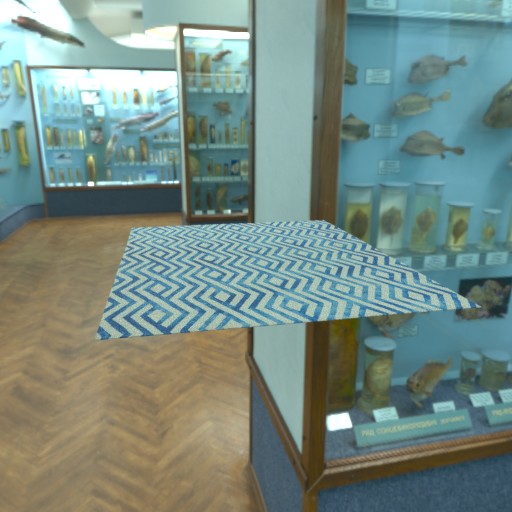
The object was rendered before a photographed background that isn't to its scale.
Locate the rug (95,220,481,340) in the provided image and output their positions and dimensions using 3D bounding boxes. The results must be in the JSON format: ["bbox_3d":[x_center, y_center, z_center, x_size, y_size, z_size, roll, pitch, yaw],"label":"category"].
[{"bbox_3d":[0.000,0.000,4.146,2.453,0.008,3.059,-3,16,-11],"label":"rug"}]
